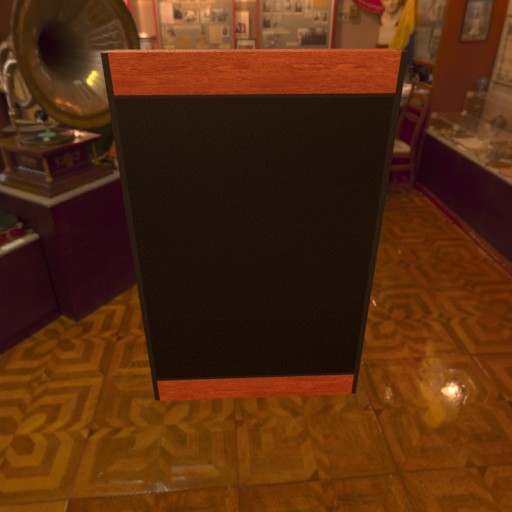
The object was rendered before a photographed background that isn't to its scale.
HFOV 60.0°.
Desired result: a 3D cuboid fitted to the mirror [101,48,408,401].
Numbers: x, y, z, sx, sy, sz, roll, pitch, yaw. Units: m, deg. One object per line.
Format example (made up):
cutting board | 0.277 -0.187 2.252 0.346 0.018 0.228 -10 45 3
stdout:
mirror | 0.000 0.000 0.975 0.525 0.823 0.047 -1 30 -2
